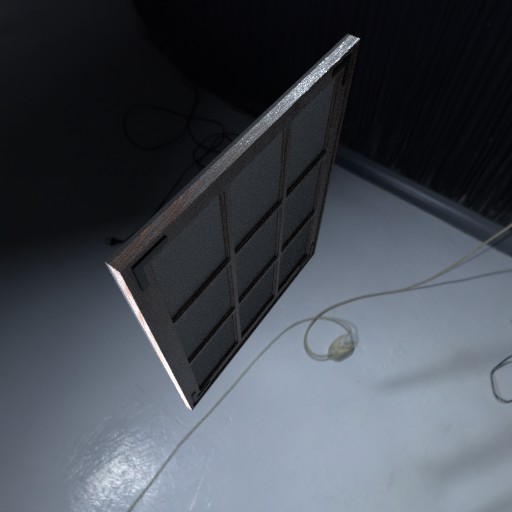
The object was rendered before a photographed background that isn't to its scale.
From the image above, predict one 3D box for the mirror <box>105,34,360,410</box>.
[{"bbox_3d":[0.000,0.000,1.194,0.032,0.882,0.730,32,63,18],"label":"mirror"}]
